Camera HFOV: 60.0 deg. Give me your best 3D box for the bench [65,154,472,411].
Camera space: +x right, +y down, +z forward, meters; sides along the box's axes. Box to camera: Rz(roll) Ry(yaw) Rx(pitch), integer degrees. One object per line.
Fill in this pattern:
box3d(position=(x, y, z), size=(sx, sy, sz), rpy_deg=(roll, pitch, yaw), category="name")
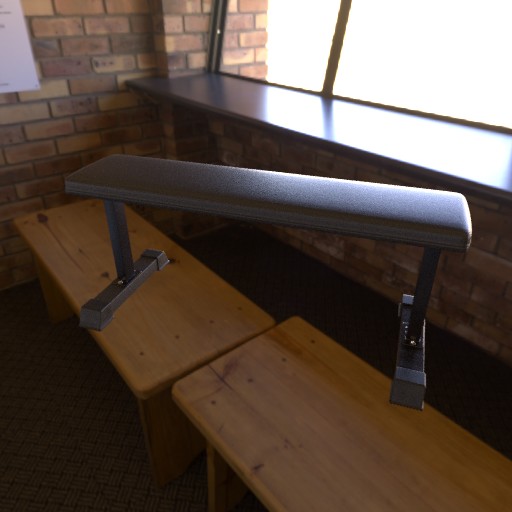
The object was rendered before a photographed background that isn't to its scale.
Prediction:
box3d(position=(0.000, 0.000, 1.297), size=(1.072, 0.453, 0.439), rpy_deg=(10, 32, 16), category="bench")
